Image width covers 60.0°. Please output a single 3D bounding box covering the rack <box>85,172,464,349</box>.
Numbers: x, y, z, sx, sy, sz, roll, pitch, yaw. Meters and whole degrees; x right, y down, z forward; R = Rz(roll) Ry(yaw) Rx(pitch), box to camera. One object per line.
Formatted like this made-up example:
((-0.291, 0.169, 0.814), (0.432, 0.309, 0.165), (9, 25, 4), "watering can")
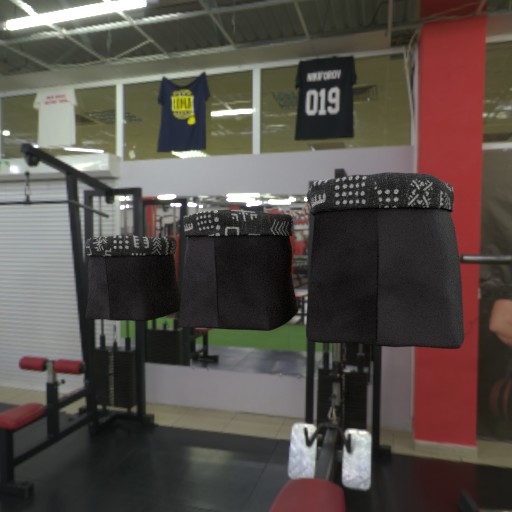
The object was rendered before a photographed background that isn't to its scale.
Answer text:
((0.000, 0.000, 1.066), (0.905, 0.323, 0.379), (1, 2, 18), "rack")
